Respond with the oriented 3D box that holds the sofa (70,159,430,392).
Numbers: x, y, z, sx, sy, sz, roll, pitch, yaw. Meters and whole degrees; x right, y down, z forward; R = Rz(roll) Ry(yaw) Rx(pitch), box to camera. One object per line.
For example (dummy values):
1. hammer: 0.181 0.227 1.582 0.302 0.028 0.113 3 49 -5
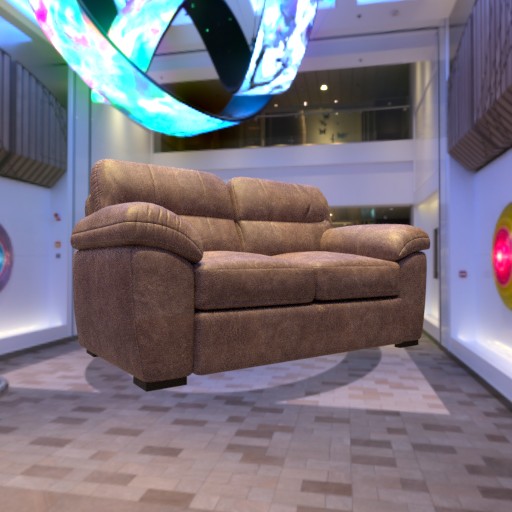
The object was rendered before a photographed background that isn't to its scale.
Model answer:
1. sofa: 0.000 0.000 2.381 1.753 0.991 0.991 1 -1 -35
